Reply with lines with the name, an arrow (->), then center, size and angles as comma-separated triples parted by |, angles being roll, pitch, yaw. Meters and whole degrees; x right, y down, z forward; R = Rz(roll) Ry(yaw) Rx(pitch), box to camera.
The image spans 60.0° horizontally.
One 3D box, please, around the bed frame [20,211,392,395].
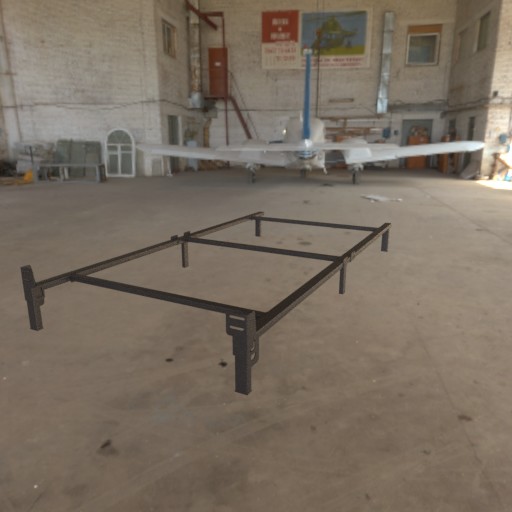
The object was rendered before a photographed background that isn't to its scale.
bed frame -> 0.000, 0.000, 2.257 | 0.968, 0.248, 1.897 | 8, 17, 27
